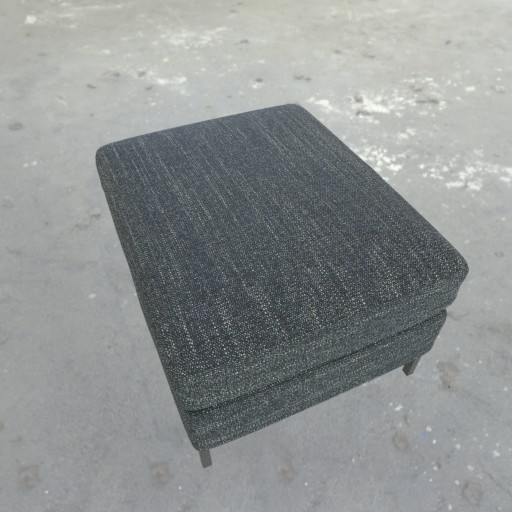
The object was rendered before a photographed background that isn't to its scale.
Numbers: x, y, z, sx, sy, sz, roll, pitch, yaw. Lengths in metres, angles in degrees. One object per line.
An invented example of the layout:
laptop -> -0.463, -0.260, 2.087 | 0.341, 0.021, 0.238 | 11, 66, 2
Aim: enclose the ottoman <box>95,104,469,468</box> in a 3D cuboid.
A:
ottoman -> 0.000, 0.000, 1.219 | 0.667, 0.491, 0.814 | -18, 48, -17
